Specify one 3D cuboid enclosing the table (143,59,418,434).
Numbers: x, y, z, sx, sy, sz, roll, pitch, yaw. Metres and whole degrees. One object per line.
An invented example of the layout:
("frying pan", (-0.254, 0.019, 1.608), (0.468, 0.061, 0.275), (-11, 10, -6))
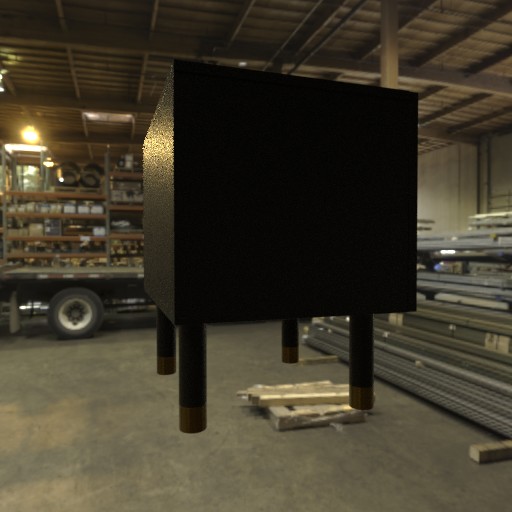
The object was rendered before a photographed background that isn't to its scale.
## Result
("table", (0.000, 0.000, 0.984), (0.441, 0.584, 0.564), (0, 1, -19))
